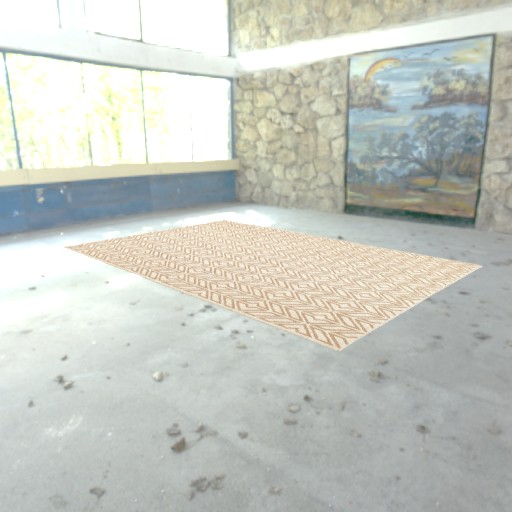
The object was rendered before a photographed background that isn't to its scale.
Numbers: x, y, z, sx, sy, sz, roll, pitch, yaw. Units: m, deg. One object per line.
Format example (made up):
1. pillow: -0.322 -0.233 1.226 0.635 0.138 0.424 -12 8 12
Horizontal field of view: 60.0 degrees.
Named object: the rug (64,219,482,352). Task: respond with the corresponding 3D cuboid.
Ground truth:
1. rug: 0.000 0.000 2.305 1.828 0.007 1.220 14 20 42
